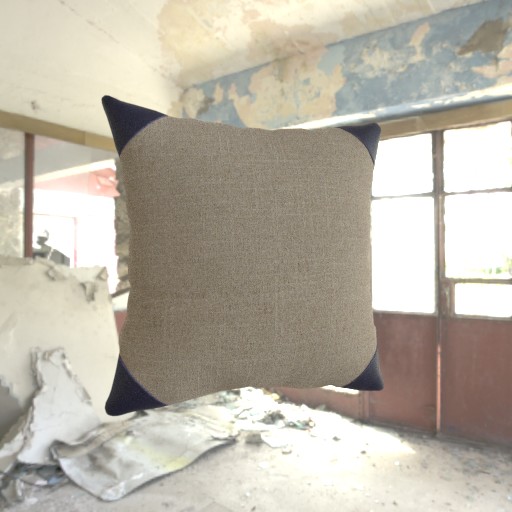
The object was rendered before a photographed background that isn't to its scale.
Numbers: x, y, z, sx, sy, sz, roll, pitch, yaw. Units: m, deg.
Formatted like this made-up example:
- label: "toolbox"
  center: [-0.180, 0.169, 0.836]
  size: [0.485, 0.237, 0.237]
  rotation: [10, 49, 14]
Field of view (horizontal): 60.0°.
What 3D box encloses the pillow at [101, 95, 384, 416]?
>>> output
- label: "pillow"
  center: [0.000, 0.000, 0.665]
  size: [0.440, 0.441, 0.147]
  rotation: [0, 0, -18]
